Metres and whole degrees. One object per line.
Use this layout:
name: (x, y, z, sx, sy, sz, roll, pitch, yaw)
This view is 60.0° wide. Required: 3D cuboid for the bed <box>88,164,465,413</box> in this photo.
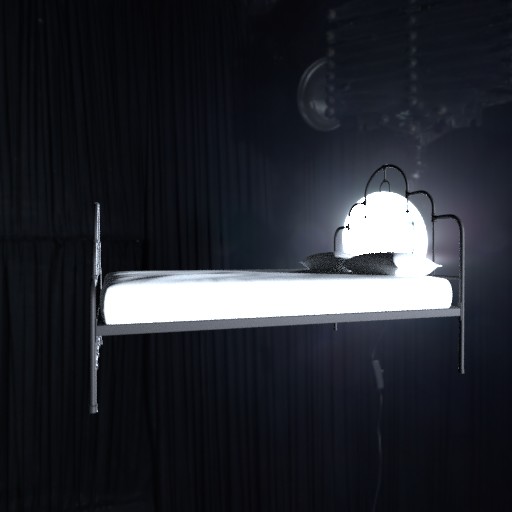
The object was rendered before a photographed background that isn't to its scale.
bed: (0.000, 0.000, 3.138, 2.163, 1.429, 1.640, 0, 0, -18)
